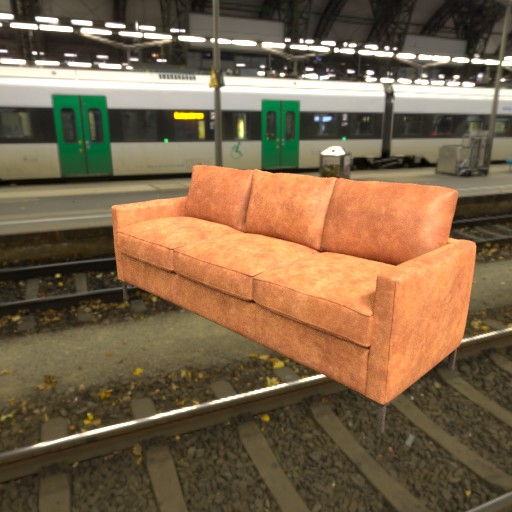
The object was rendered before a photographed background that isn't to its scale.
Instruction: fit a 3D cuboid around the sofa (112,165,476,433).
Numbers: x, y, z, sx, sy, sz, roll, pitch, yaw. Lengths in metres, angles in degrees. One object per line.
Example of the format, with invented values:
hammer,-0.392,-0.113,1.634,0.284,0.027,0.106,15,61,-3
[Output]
sofa,0.000,0.000,2.413,0.748,0.863,2.029,-15,22,-42
